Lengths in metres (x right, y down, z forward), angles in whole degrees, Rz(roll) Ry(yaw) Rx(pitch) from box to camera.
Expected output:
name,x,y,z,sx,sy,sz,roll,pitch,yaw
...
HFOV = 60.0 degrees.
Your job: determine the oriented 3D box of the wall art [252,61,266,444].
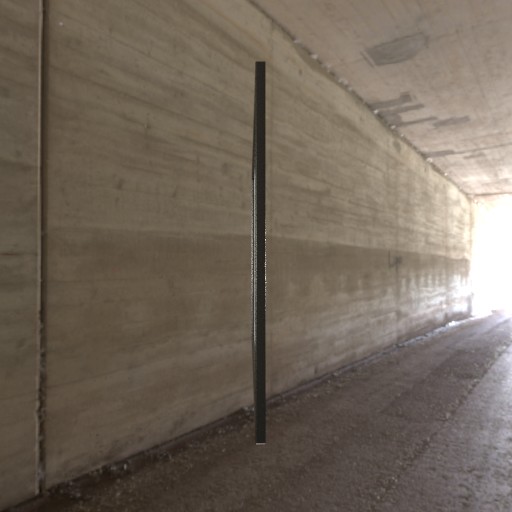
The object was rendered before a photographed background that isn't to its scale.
name,x,y,z,sx,sy,sz,roll,pitch,yaw
wall art,0.000,0.000,1.047,0.015,0.552,0.819,0,-1,-1
